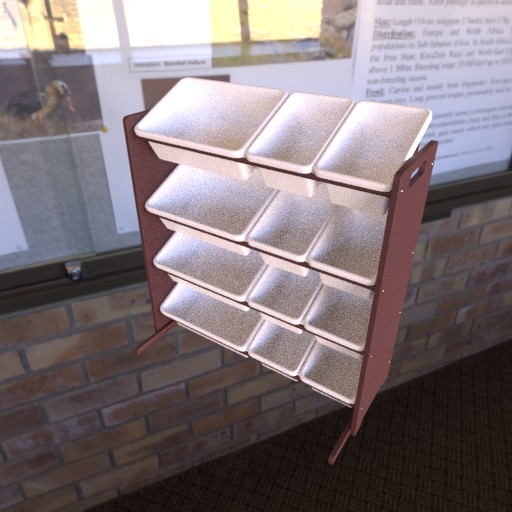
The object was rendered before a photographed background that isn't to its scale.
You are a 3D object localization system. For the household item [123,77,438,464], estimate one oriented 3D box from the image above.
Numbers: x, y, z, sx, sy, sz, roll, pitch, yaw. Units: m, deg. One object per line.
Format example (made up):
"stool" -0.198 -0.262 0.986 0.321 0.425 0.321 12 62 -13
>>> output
"household item" 0.000 0.000 1.283 0.787 0.864 0.389 19 36 28
